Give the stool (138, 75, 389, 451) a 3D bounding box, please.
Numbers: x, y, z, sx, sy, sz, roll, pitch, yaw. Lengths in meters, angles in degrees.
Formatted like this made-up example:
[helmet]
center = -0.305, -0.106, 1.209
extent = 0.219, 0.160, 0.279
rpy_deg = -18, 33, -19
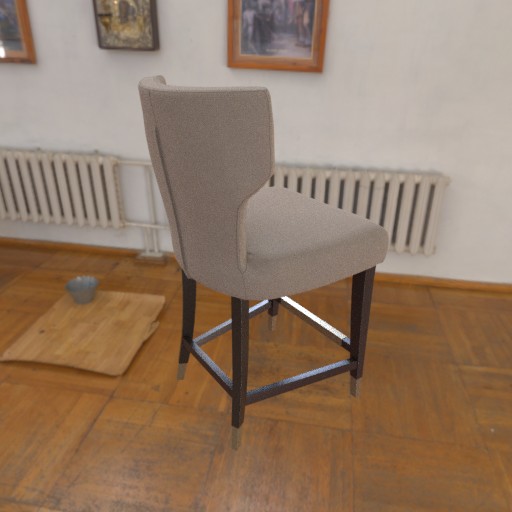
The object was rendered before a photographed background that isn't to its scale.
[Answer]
[stool]
center = 0.000, 0.000, 1.310
extent = 0.563, 0.982, 0.527
rpy_deg = -17, 30, -31
